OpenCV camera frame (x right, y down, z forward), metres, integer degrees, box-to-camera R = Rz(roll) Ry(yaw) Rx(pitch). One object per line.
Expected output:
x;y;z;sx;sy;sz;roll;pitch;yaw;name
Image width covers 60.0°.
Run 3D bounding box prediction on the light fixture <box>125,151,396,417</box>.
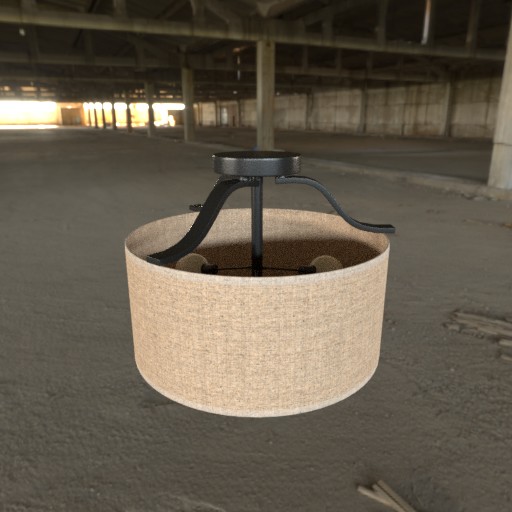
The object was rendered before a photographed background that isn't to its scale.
0.000;0.000;0.678;0.390;0.306;0.390;0;18;0;light fixture
